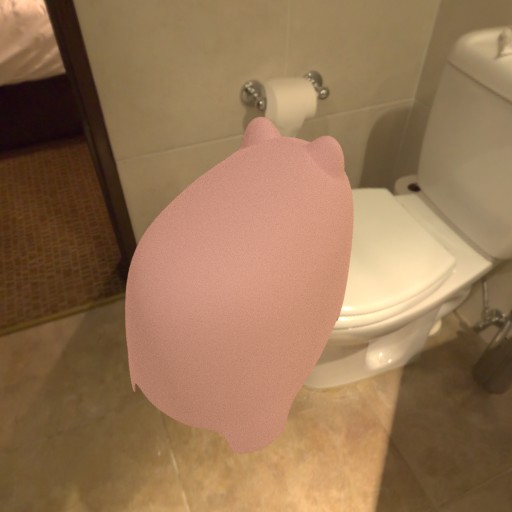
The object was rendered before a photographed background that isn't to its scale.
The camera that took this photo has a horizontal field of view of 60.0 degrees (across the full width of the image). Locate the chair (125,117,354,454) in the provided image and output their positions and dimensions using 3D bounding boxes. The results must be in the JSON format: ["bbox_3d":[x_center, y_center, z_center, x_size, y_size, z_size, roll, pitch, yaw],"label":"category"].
[{"bbox_3d":[0.000,0.000,0.877,0.364,0.423,0.619,23,50,20],"label":"chair"}]
